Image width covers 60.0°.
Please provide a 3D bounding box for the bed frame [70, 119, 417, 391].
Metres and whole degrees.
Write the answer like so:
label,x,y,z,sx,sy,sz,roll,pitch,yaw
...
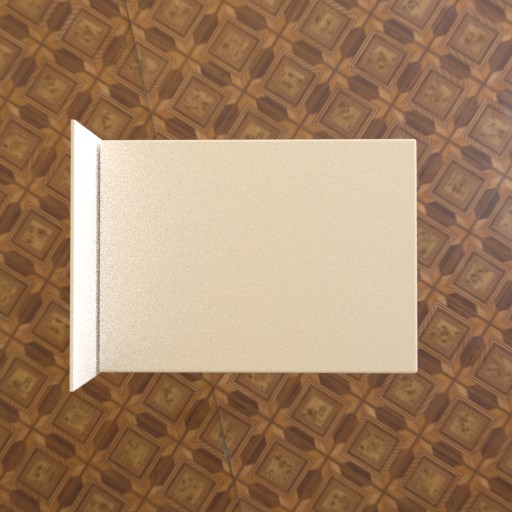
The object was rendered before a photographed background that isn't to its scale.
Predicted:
label,x,y,z,sx,sy,sz,roll,pitch,yaw
bed frame,0.000,0.000,2.668,1.900,0.800,1.400,0,89,1
